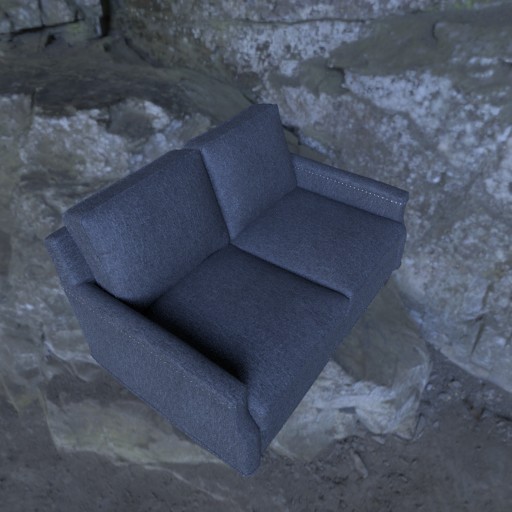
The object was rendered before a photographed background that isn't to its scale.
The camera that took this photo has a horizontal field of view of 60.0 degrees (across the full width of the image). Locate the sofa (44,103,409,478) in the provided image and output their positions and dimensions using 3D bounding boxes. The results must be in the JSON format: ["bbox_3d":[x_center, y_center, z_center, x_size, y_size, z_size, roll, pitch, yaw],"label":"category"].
[{"bbox_3d":[0.000,0.000,2.250,1.084,1.003,1.597,26,48,26],"label":"sofa"}]
